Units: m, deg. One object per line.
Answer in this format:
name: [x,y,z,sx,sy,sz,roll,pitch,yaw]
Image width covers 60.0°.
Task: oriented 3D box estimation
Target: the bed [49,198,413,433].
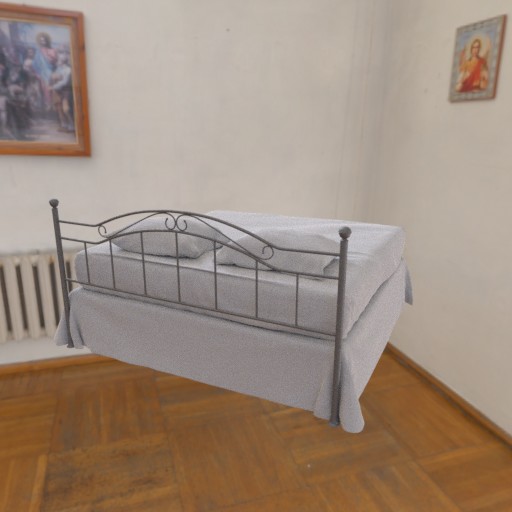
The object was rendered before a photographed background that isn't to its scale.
bed: [0.000,0.000,3.570,2.309,1.080,2.220,8,18,26]
